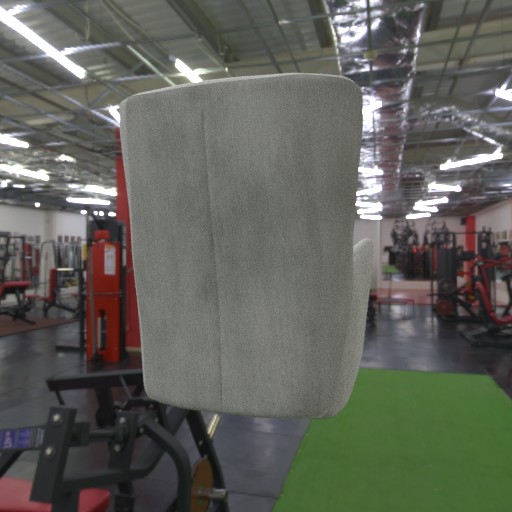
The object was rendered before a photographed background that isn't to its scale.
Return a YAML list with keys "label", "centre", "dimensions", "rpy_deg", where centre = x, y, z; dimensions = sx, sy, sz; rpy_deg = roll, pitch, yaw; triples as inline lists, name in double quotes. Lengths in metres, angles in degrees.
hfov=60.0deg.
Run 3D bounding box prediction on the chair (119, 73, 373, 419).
- label: "chair"
  centre: [0.000, 0.000, 1.598]
  dimensions: [0.779, 1.000, 0.904]
  rpy_deg: [0, 0, 18]
